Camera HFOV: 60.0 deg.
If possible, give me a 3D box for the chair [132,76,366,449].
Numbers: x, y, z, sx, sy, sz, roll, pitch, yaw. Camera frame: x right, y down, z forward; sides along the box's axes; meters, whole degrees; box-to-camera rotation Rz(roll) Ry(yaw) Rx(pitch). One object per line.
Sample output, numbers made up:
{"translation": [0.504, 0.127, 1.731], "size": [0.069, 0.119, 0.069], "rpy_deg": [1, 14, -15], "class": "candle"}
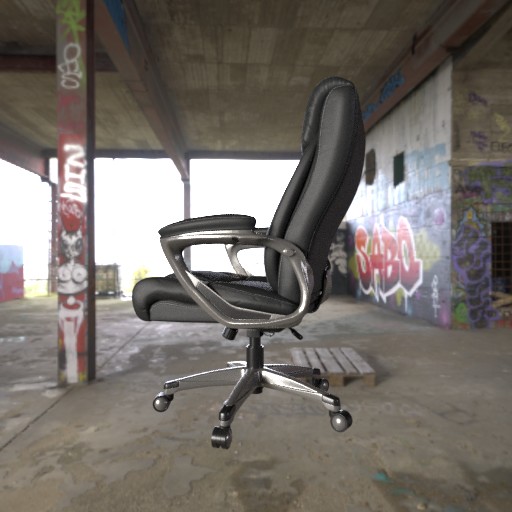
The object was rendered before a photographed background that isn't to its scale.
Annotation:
{"translation": [0.000, 0.000, 1.672], "size": [0.784, 1.167, 0.741], "rpy_deg": [0, 0, 17], "class": "chair"}
